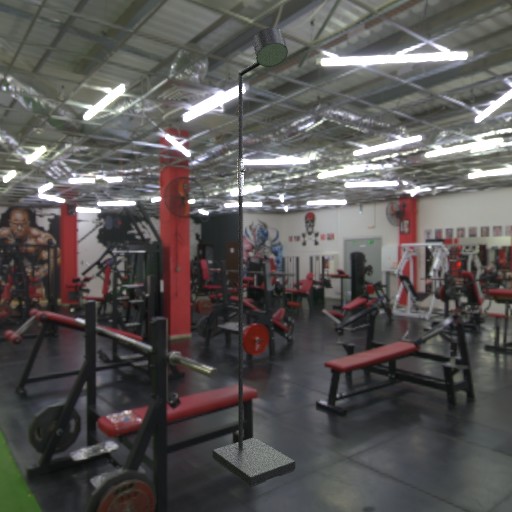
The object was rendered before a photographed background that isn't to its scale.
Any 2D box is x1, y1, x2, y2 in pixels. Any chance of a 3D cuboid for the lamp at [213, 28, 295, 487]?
[{"bbox_3d":[0.000,0.000,1.670,0.203,1.600,0.304,0,1,-36],"label":"lamp"}]
